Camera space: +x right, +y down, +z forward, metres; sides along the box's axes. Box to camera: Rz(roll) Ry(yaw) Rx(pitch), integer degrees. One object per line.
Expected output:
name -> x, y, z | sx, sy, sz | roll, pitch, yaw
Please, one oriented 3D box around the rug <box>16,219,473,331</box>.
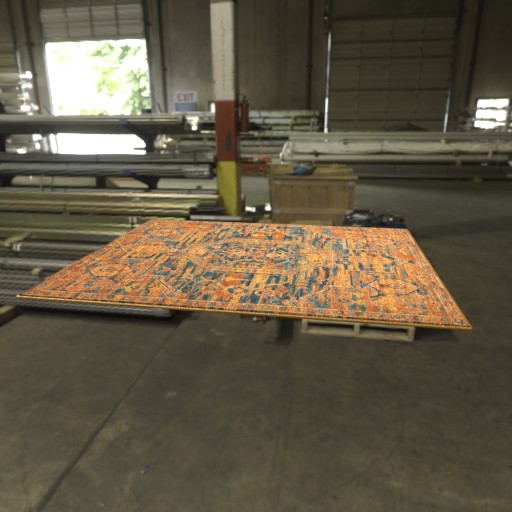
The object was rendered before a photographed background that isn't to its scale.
rug -> 0.000, 0.000, 4.031 | 3.040, 0.031, 2.435 | 3, 18, 9
